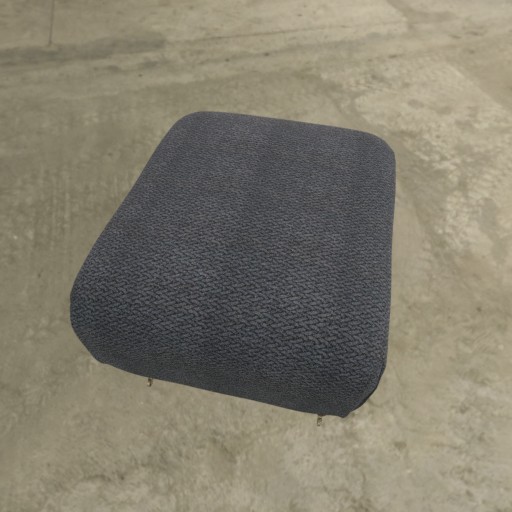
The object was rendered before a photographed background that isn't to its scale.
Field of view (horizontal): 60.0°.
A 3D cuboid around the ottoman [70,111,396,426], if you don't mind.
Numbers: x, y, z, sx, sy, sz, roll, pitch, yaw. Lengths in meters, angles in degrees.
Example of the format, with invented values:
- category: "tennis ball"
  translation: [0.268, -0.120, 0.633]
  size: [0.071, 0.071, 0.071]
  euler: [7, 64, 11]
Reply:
- category: "ottoman"
  translation: [0.000, 0.000, 1.123]
  size: [0.622, 0.450, 0.747]
  euler: [10, 50, 9]
